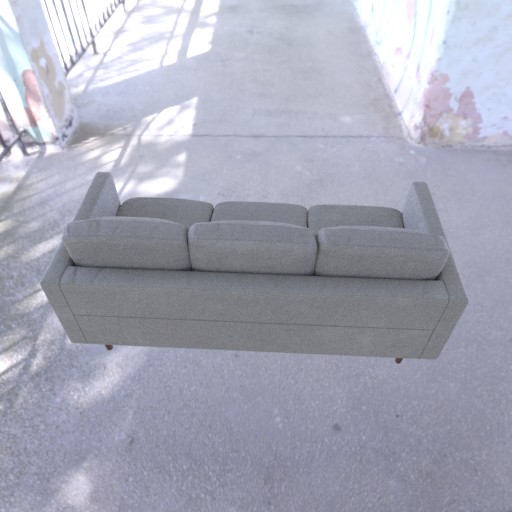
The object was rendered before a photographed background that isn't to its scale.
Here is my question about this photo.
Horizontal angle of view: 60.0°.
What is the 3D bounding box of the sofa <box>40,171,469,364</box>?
[{"bbox_3d":[0.000,0.000,2.538,1.983,0.918,0.944,2,46,2],"label":"sofa"}]
